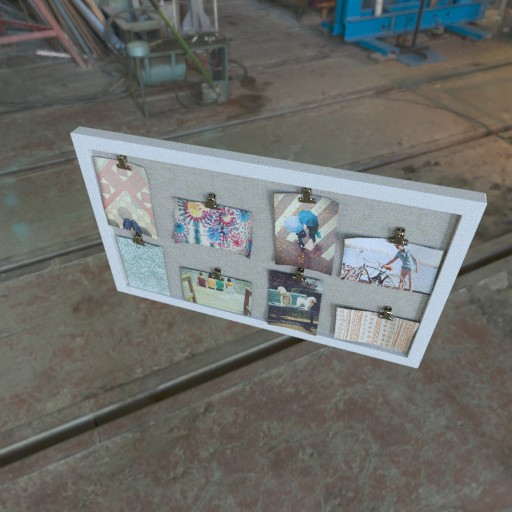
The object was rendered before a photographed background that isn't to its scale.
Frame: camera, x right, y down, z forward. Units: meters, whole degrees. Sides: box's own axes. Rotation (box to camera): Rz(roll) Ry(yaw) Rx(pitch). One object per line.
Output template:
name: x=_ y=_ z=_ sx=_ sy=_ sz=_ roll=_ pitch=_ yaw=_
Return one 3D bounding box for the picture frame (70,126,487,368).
picture frame: x=0.000 y=0.000 z=0.791 sx=0.647 sy=0.379 sz=0.044 roll=12 pitch=43 yaw=14
